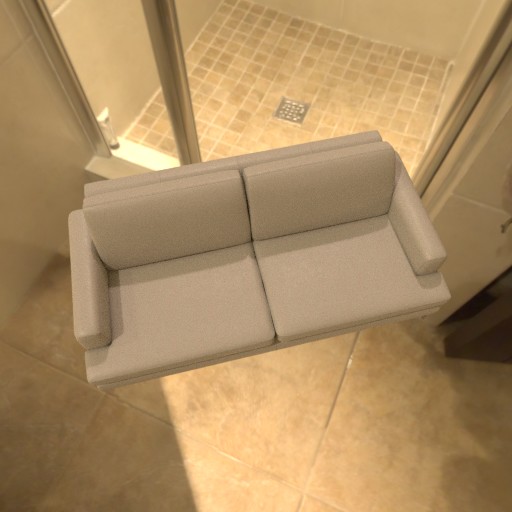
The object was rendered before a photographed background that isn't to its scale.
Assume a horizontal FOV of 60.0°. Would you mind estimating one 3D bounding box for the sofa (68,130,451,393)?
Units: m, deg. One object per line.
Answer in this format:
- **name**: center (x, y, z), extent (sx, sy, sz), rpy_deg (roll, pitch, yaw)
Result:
- **sofa**: center (0.000, 0.000, 2.459), extent (1.940, 0.765, 0.974), rpy_deg (-12, 64, -6)
